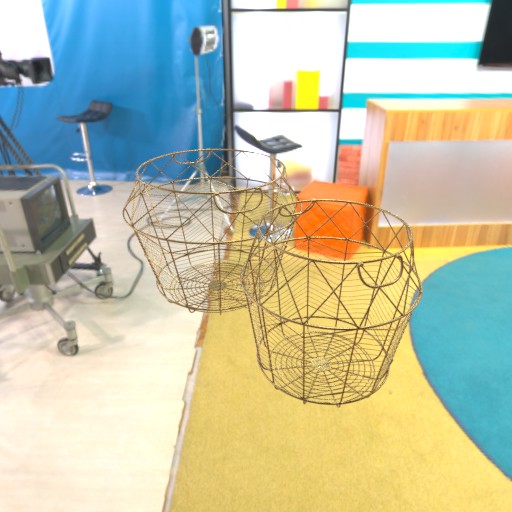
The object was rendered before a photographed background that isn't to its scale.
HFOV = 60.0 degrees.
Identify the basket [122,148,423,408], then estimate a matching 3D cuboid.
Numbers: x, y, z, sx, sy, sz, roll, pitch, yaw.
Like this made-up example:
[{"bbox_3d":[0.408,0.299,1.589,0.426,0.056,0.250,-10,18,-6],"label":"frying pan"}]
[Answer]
[{"bbox_3d":[0.000,0.000,1.043,0.451,0.343,0.805,-20,34,-33],"label":"basket"}]
